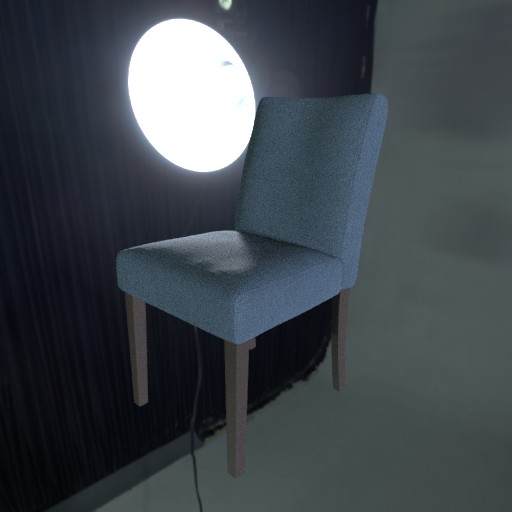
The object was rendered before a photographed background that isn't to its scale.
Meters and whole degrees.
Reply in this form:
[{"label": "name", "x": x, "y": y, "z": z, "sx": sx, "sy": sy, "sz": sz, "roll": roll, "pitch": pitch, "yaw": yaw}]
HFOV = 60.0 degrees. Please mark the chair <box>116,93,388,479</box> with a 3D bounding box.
[{"label": "chair", "x": 0.000, "y": 0.000, "z": 1.267, "sx": 0.487, "sy": 0.882, "sz": 0.629, "roll": 16, "pitch": 23, "yaw": 41}]
